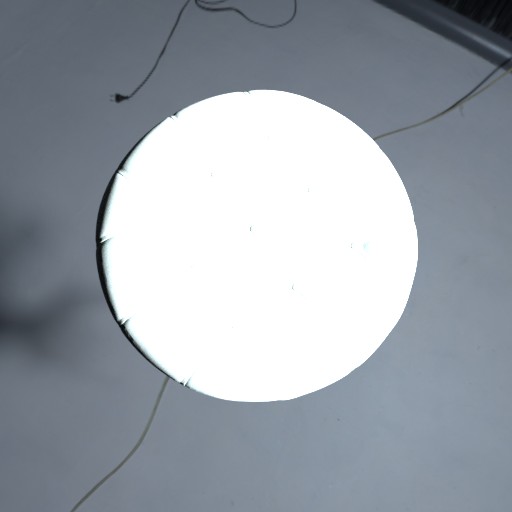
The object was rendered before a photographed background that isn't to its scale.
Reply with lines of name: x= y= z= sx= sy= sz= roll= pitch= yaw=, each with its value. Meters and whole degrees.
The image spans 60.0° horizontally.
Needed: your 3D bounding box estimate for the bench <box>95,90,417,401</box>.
bench: x=0.000 y=0.000 z=0.994 sx=0.600 sy=0.453 sz=0.600 roll=0 pitch=77 yaw=0
